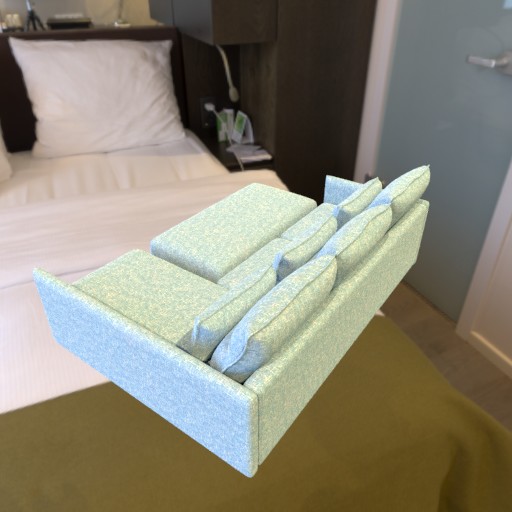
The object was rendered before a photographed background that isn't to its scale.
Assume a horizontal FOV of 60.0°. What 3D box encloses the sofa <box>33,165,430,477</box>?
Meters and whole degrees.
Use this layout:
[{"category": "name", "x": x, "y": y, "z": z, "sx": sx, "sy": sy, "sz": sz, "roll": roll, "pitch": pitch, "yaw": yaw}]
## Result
[{"category": "sofa", "x": 0.000, "y": 0.000, "z": 2.722, "sx": 1.420, "sy": 0.899, "sz": 2.034, "roll": 22, "pitch": 39, "yaw": 29}]
